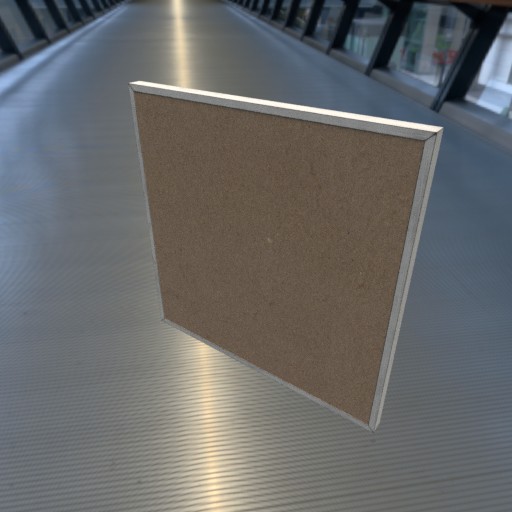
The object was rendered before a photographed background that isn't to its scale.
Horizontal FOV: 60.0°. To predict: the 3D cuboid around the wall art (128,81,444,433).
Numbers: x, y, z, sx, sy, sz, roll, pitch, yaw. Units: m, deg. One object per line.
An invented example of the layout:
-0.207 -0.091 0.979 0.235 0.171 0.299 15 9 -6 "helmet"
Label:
0.000 0.000 1.130 0.762 0.762 0.038 20 37 30 "wall art"
